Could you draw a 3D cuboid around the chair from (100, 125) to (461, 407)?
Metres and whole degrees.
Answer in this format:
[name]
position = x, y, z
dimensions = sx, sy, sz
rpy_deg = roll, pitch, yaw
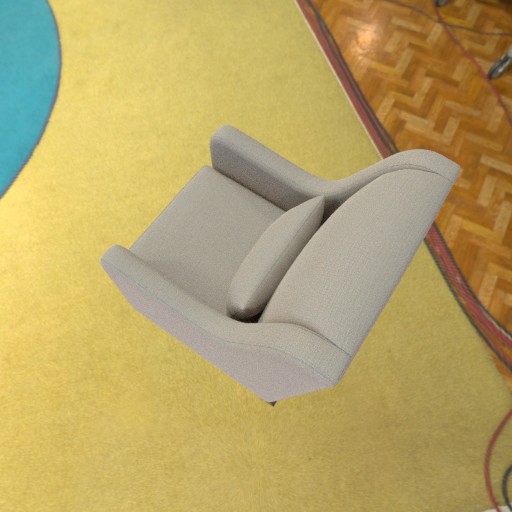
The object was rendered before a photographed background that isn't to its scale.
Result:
[chair]
position = 0.000, 0.000, 1.610
dimensions = 0.896, 1.017, 0.715
rpy_deg = 31, 68, 14
